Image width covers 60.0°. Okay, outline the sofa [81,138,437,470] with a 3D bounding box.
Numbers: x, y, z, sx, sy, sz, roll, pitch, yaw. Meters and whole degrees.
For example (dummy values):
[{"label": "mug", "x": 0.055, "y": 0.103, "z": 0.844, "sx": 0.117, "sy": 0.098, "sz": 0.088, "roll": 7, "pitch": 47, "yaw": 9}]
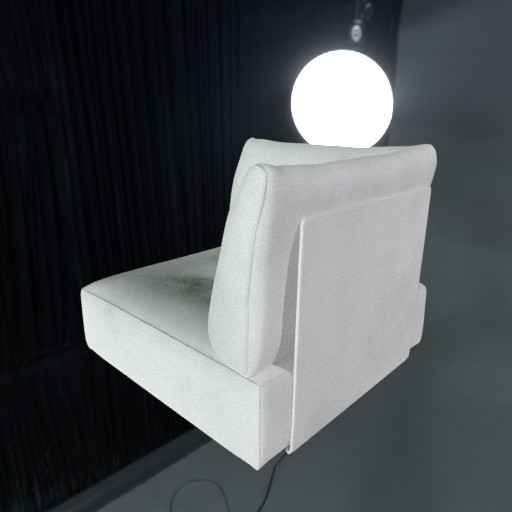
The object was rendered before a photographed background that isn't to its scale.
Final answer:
[{"label": "sofa", "x": 0.000, "y": 0.000, "z": 1.676, "sx": 1.000, "sy": 0.820, "sz": 1.000, "roll": 16, "pitch": 23, "yaw": 41}]
